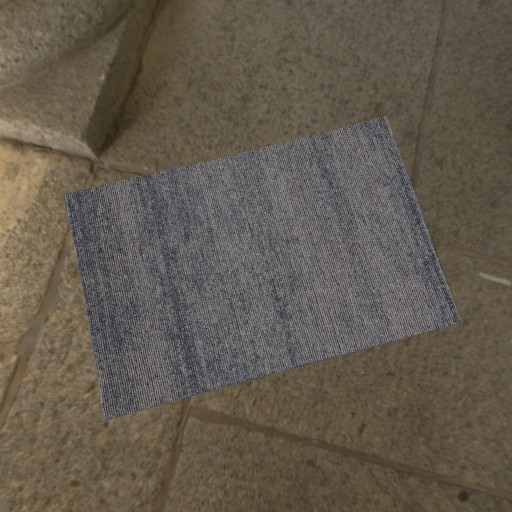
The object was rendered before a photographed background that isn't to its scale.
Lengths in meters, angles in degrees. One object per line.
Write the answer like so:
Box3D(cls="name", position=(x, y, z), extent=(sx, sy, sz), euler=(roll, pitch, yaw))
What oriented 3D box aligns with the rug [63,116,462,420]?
Box3D(cls="rug", position=(0.000, 0.000, 2.187), extent=(1.740, 0.010, 1.135), euler=(-14, 77, -3))
